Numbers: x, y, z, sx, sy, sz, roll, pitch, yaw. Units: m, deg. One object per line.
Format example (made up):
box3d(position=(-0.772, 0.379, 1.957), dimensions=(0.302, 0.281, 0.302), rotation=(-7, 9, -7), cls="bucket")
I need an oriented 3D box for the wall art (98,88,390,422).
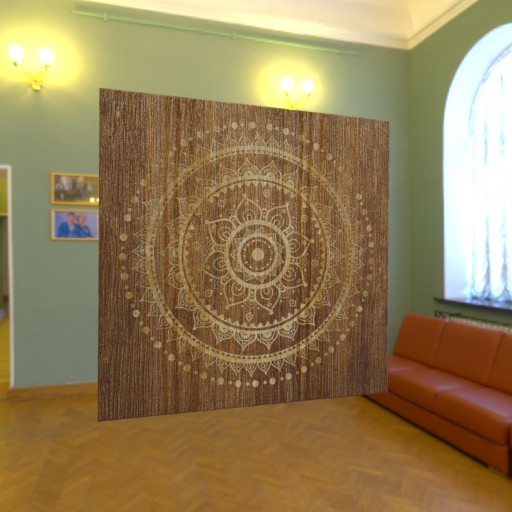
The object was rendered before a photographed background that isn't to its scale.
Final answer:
box3d(position=(0.000, 0.000, 0.908), dimensions=(0.611, 0.608, 0.042), rotation=(0, 0, -18), cls="wall art")
